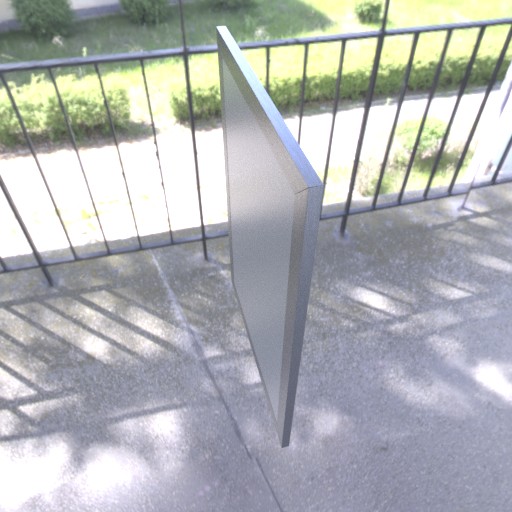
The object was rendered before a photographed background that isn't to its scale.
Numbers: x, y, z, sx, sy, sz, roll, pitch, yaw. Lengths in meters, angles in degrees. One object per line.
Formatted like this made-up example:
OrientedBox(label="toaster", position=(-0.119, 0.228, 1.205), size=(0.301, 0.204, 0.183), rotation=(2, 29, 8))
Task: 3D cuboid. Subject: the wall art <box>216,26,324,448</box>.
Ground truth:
OrientedBox(label="wall art", position=(0.000, 0.000, 0.669), size=(0.013, 0.529, 0.376), rotation=(-11, 47, -10))
